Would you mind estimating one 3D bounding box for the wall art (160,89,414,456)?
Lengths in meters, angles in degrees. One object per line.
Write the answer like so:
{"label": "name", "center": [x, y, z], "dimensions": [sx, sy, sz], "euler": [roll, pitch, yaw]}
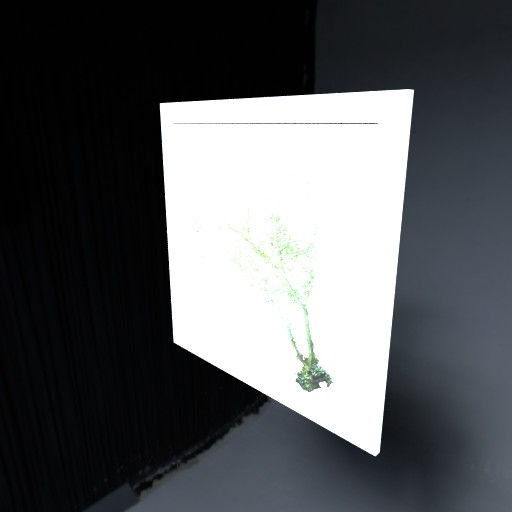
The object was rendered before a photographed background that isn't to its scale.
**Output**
{"label": "wall art", "center": [0.000, 0.000, 0.874], "dimensions": [0.584, 0.584, 0.013], "euler": [16, 23, 42]}
